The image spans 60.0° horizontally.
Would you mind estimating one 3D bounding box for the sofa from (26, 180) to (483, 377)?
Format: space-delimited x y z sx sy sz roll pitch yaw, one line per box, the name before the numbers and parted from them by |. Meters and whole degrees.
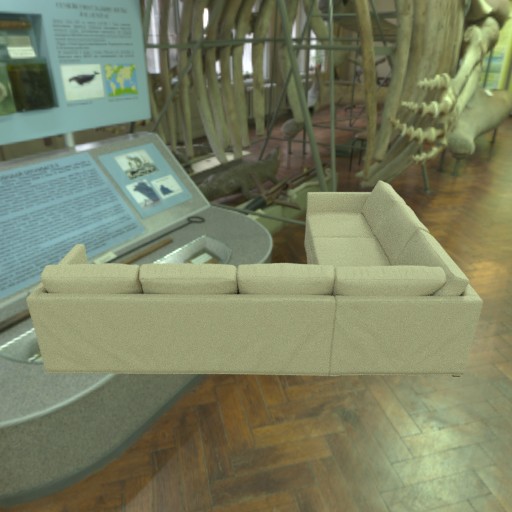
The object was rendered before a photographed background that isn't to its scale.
sofa | 0.000 0.000 4.244 3.182 0.871 2.432 0 26 1
